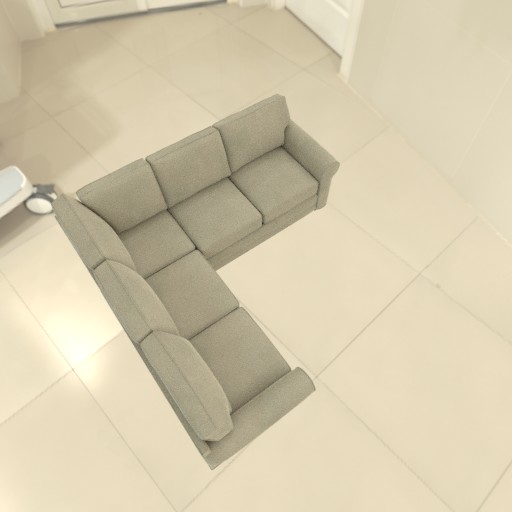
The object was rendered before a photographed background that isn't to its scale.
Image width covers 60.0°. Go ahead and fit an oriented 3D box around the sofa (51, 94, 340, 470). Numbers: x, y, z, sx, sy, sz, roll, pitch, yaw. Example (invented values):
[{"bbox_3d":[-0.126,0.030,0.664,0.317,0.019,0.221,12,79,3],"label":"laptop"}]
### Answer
[{"bbox_3d":[0.000,0.000,3.967,2.562,1.053,2.487,-32,63,-18],"label":"sofa"}]
